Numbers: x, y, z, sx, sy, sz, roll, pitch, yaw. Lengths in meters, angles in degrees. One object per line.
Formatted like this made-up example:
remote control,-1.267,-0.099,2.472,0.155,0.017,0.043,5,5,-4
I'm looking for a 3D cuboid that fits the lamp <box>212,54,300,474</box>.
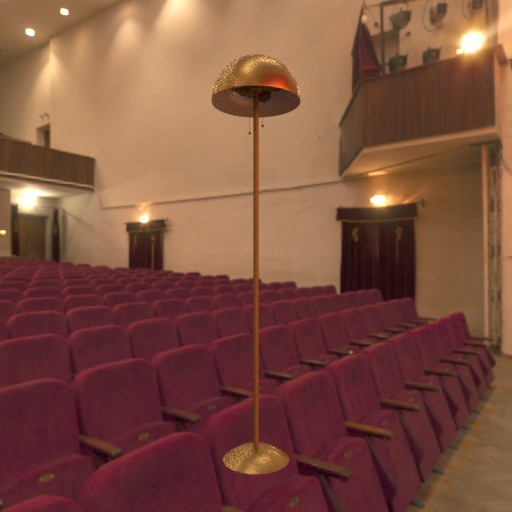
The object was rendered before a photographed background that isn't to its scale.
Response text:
lamp,0.000,0.000,1.630,0.328,1.480,0.328,-1,-1,35
